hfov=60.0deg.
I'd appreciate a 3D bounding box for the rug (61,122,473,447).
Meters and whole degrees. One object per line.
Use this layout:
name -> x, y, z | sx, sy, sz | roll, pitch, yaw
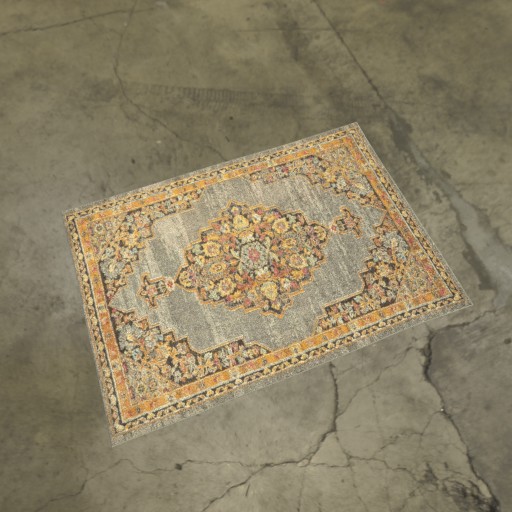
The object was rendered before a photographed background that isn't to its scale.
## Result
rug -> 0.000, 0.000, 3.897 | 3.063, 0.024, 2.158 | -19, 65, -9
